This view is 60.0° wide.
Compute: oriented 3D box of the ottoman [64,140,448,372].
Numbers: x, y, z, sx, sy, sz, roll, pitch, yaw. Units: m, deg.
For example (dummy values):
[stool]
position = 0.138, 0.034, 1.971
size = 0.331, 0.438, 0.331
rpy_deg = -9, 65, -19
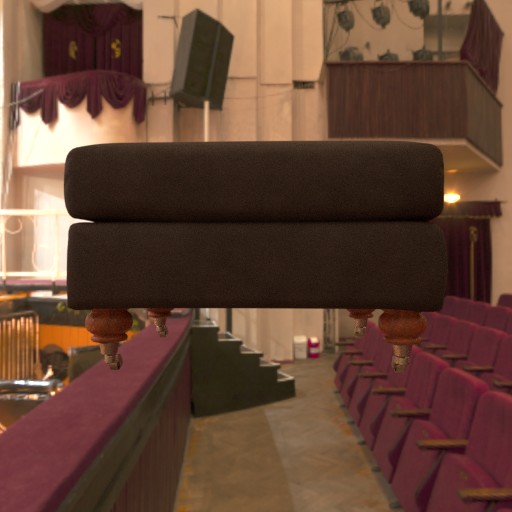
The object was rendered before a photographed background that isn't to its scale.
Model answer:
[ottoman]
position = 0.000, 0.000, 1.131
size = 0.773, 0.497, 0.574
rpy_deg = 0, -1, 2
